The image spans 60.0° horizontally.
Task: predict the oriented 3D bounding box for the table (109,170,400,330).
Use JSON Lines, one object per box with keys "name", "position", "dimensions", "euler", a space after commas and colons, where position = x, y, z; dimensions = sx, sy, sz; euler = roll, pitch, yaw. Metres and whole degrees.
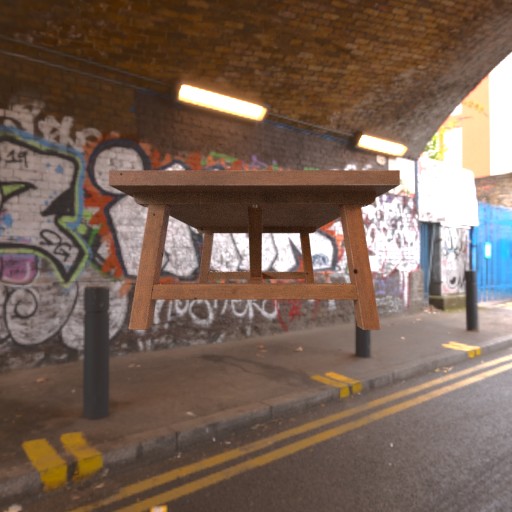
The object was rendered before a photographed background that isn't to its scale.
{"name": "table", "position": [0.000, 0.000, 2.144], "dimensions": [0.820, 0.465, 1.800], "euler": [0, -1, 0]}
